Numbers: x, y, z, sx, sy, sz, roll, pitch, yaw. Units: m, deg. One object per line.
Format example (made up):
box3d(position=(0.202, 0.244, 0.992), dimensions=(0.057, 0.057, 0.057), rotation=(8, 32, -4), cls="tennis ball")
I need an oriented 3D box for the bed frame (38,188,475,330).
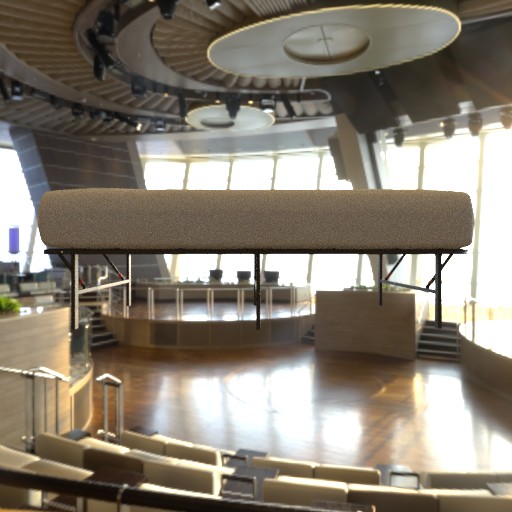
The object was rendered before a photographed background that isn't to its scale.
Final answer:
box3d(position=(0.000, 0.000, 2.410), dimensions=(1.908, 0.640, 1.025), rotation=(0, 0, -1), cls="bed frame")
